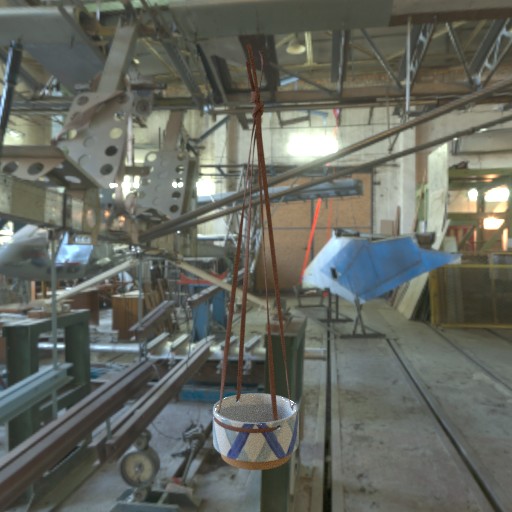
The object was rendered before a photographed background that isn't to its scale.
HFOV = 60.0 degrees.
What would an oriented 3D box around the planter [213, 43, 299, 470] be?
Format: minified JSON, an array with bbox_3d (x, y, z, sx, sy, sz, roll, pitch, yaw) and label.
[{"bbox_3d":[0.000,0.000,0.840,0.166,0.751,0.166,-1,1,-36],"label":"planter"}]
